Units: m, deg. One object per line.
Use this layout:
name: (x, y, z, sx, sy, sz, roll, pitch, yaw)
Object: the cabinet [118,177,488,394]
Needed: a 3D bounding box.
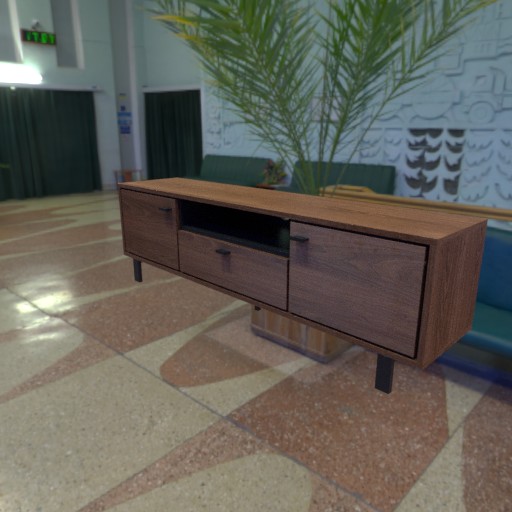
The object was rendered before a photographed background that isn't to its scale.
cabinet: (0.000, 0.000, 1.880, 1.650, 0.500, 0.400, 16, 22, 43)
